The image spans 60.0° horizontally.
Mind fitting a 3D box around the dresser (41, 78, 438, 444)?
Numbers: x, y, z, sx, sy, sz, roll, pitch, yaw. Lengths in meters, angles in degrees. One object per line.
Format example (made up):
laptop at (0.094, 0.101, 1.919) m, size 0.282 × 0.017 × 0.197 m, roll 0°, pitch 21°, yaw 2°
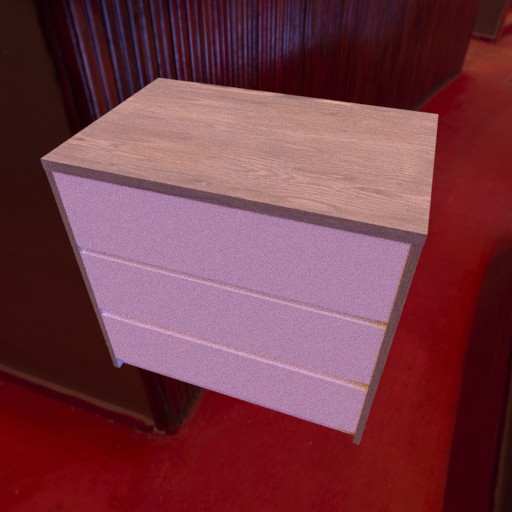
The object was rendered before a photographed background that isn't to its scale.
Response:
dresser at (0.000, 0.000, 1.302) m, size 0.809 × 0.762 × 0.529 m, roll 13°, pitch 43°, yaw 14°
